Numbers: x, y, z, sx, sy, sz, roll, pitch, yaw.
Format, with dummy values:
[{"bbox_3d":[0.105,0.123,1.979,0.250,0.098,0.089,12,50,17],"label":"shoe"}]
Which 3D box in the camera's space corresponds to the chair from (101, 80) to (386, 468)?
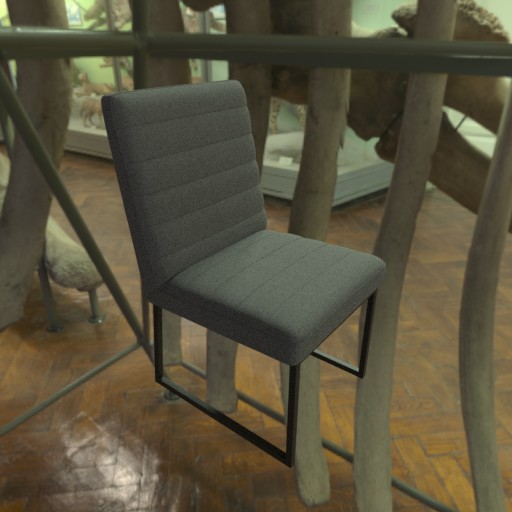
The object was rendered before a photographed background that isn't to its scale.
[{"bbox_3d":[0.000,0.000,1.325,0.634,0.930,0.520,19,32,33],"label":"chair"}]
